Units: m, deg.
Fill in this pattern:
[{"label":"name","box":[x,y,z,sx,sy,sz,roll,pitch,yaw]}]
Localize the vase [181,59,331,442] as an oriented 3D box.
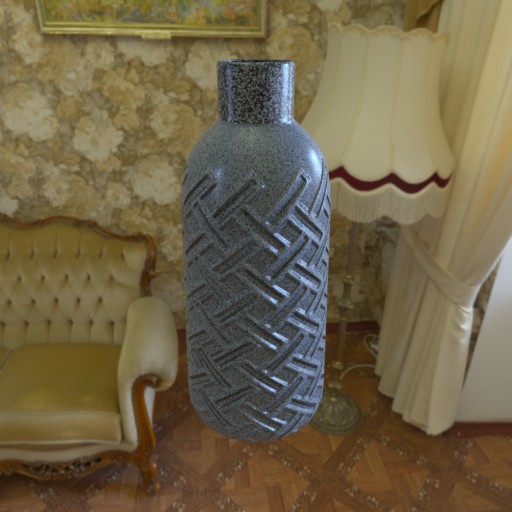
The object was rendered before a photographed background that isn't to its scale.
[{"label":"vase","box":[0.000,0.000,0.350,0.122,0.282,0.122,0,26,0]}]
